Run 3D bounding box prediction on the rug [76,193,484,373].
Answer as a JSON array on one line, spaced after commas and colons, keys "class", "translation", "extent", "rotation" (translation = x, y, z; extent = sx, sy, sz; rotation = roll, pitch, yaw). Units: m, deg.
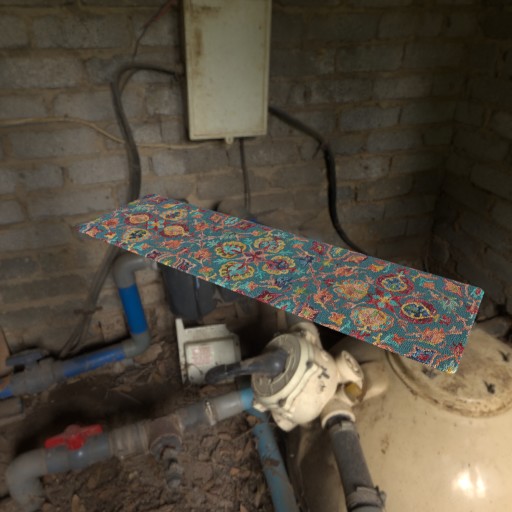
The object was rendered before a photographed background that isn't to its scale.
[{"class": "rug", "translation": [0.000, 0.000, 2.506], "extent": [2.286, 0.013, 0.686], "rotation": [18, 35, 28]}]
